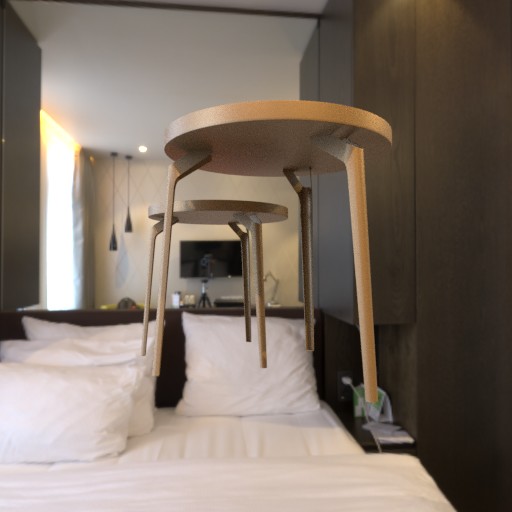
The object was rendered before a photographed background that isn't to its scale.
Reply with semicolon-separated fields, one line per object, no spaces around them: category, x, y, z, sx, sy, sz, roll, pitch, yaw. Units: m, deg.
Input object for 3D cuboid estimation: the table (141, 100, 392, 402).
table;0.000;0.000;1.132;0.532;0.555;0.751;1;-1;-37
